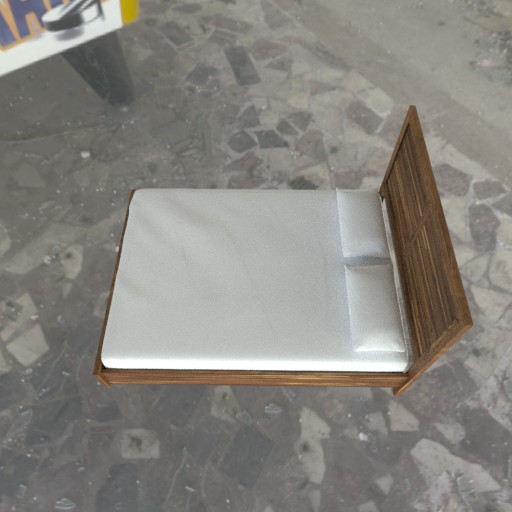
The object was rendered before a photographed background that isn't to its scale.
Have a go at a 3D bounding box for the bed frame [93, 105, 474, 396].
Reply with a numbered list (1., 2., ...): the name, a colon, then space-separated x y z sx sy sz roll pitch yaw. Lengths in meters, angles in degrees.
1. bed frame: 0.000 0.000 3.344 2.276 1.417 1.696 1 58 0
